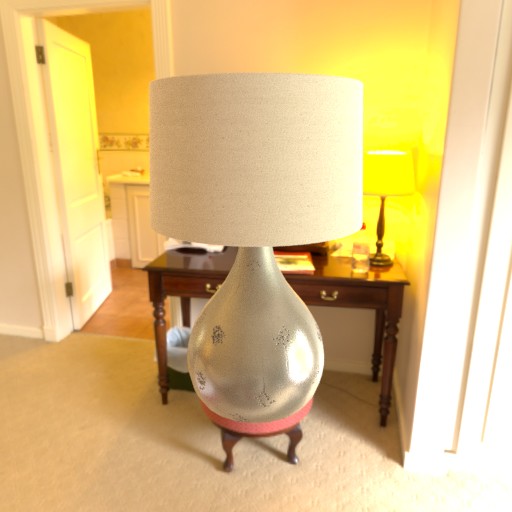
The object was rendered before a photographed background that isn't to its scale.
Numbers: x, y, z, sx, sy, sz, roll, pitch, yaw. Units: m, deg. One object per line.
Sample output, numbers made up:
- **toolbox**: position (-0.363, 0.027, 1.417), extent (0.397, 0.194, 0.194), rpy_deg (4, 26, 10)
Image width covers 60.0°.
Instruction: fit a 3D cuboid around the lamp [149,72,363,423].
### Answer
- **lamp**: position (0.000, 0.000, 0.722), extent (0.330, 0.521, 0.330), rpy_deg (0, 16, 0)
